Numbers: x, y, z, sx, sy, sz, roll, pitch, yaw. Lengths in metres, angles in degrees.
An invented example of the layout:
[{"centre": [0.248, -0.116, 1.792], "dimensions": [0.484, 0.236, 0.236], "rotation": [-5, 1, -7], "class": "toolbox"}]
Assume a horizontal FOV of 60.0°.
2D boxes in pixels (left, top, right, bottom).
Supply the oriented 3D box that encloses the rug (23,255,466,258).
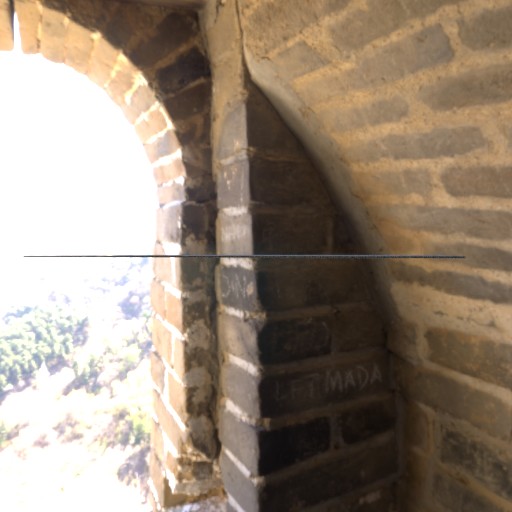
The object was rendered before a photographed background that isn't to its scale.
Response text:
[{"centre": [0.000, 0.000, 2.185], "dimensions": [1.752, 0.006, 1.142], "rotation": [0, 0, 19], "class": "rug"}]
